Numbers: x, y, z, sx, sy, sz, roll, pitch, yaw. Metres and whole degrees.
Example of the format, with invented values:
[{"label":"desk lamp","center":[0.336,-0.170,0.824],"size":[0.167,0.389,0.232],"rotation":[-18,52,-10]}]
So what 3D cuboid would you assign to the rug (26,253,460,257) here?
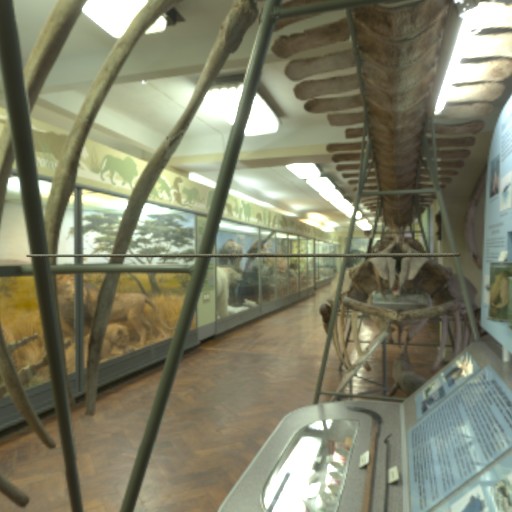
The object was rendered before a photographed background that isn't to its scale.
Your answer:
[{"label":"rug","center":[0.000,0.000,2.925],"size":[2.290,0.021,1.540],"rotation":[0,0,18]}]
